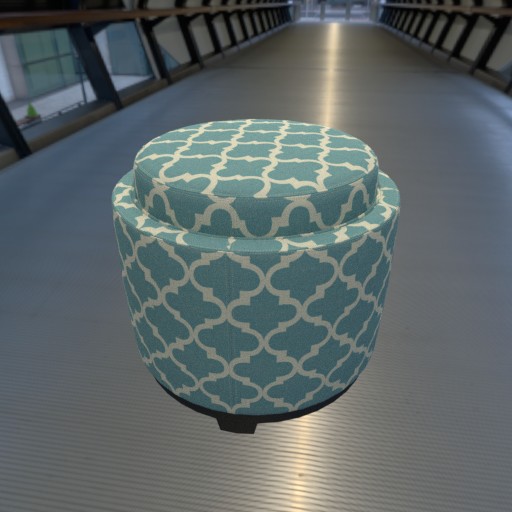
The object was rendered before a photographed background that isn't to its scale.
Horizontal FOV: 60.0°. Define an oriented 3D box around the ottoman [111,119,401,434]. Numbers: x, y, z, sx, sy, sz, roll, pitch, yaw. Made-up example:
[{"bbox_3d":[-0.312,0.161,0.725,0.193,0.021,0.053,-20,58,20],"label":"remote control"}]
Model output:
[{"bbox_3d":[0.000,0.000,0.823,0.480,0.429,0.480,0,31,0],"label":"ottoman"}]
